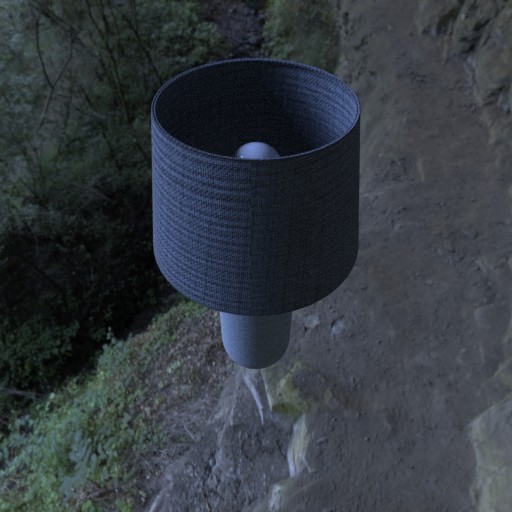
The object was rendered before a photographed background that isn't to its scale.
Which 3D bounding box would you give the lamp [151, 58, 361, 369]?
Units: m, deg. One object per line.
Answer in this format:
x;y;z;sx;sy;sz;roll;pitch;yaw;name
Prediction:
0.000;0.000;0.579;0.251;0.429;0.251;0;46;0;lamp
